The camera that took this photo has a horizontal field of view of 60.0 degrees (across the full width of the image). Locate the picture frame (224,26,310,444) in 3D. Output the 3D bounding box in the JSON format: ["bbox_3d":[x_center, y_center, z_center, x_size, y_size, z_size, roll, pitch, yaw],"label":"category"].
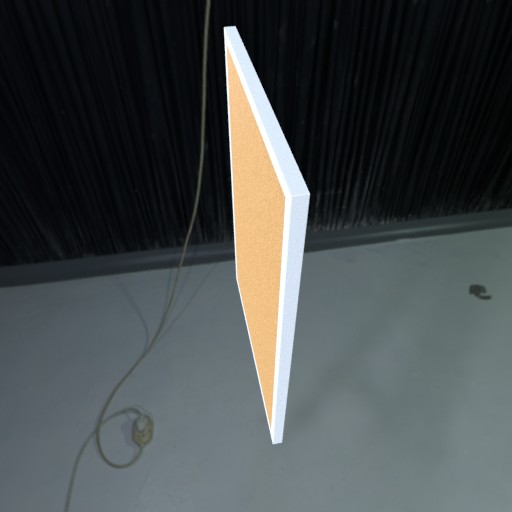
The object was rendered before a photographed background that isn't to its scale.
[{"bbox_3d":[0.000,0.000,0.554,0.013,0.434,0.305,-8,47,-8],"label":"picture frame"}]
